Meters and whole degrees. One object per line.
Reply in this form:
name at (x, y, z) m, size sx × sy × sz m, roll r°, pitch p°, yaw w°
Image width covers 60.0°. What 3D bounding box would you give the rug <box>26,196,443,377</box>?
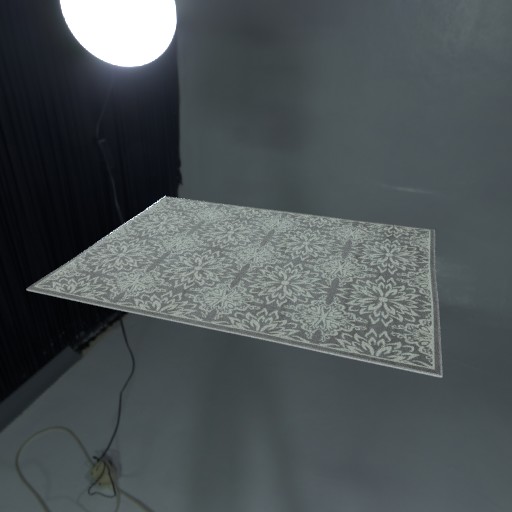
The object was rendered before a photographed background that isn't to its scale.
rug at (0.000, 0.000, 2.872) m, size 2.213 × 0.014 × 1.608 m, roll 9°, pitch 29°, yaw 16°
